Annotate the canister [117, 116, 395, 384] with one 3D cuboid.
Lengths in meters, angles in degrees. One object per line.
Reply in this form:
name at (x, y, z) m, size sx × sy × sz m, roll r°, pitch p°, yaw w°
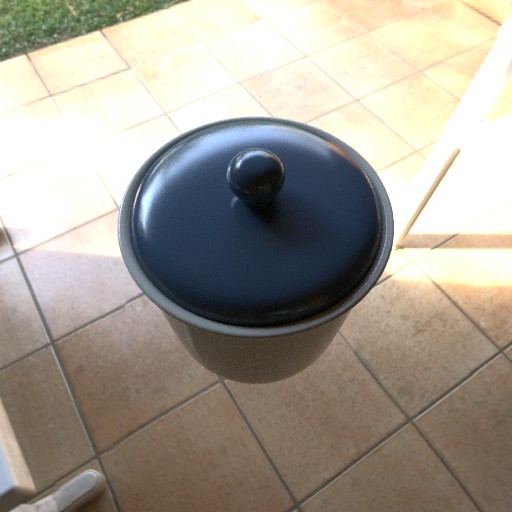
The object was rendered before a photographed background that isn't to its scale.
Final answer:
canister at (0.000, 0.000, 0.343) m, size 0.182 × 0.208 × 0.182 m, roll 0°, pitch 58°, yaw 0°
